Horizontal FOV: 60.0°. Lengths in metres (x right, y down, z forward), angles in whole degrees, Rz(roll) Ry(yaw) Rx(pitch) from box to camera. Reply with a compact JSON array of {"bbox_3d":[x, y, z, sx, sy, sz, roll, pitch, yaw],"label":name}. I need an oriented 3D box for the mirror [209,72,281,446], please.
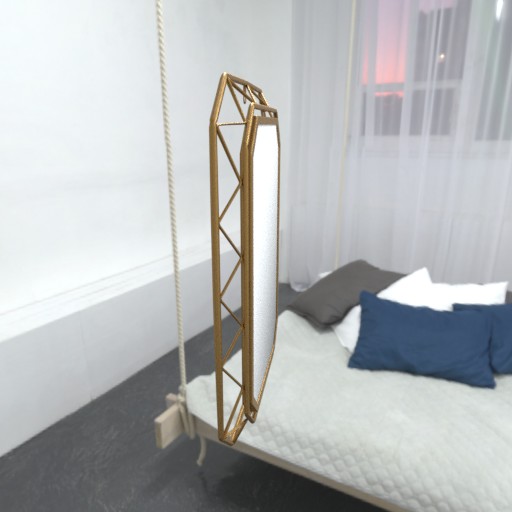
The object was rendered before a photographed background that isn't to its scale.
[{"bbox_3d":[0.000,0.000,0.763,0.042,0.566,0.417,3,17,9],"label":"mirror"}]
